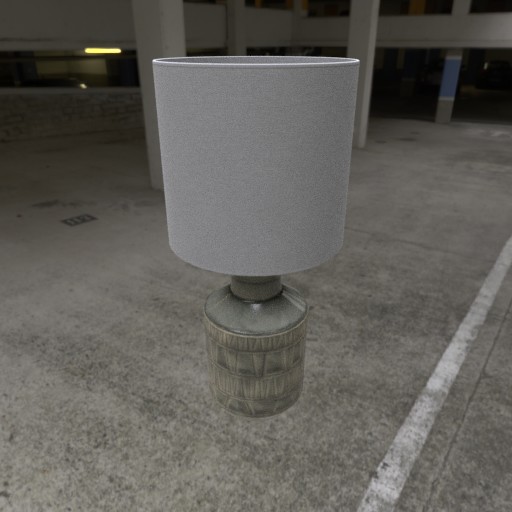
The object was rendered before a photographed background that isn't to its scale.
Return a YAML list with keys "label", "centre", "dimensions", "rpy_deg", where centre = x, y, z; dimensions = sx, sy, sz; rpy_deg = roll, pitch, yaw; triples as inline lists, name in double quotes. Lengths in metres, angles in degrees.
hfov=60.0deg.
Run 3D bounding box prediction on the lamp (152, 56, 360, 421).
- label: "lamp"
  centre: [0.000, 0.000, 0.560]
  dimensions: [0.211, 0.455, 0.211]
  rpy_deg: [17, 31, 31]
